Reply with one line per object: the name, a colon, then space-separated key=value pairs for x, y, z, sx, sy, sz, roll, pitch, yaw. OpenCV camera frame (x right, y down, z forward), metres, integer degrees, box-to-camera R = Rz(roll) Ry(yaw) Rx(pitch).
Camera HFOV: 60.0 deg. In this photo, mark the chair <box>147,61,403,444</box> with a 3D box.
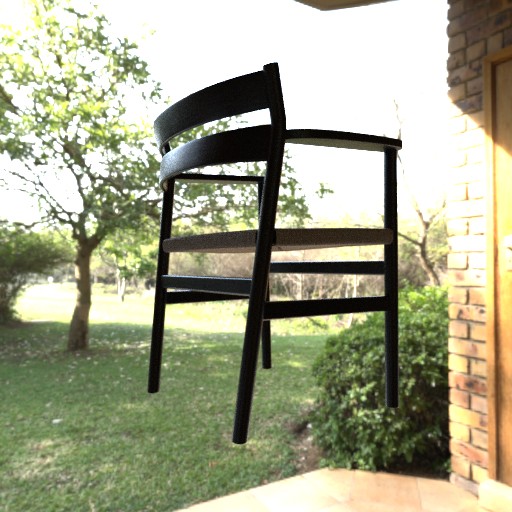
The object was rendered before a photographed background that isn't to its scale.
chair: x=0.000 y=0.000 z=1.202 sx=0.508 sy=0.775 sz=0.630 roll=1 pitch=-2 yaw=-36
